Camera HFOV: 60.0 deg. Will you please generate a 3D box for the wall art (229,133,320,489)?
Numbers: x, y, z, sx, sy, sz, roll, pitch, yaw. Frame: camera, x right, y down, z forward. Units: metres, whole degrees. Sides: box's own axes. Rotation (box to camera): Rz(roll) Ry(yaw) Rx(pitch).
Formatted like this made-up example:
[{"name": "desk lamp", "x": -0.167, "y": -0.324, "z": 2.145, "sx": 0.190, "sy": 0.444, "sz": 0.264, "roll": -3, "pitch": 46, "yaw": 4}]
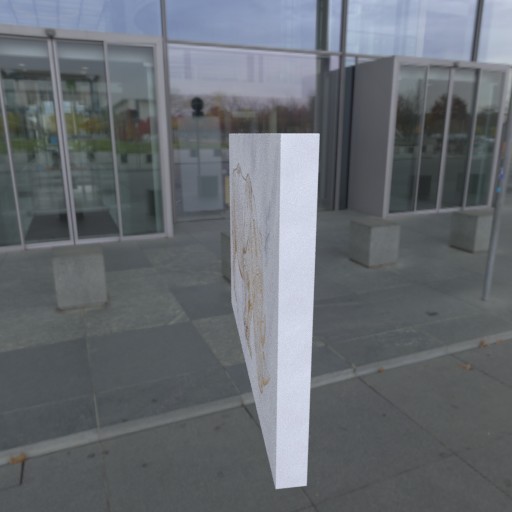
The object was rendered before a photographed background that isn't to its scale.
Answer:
[{"name": "wall art", "x": 0.000, "y": 0.000, "z": 0.766, "sx": 0.038, "sy": 0.407, "sz": 0.609, "roll": -2, "pitch": 16, "yaw": -8}]
